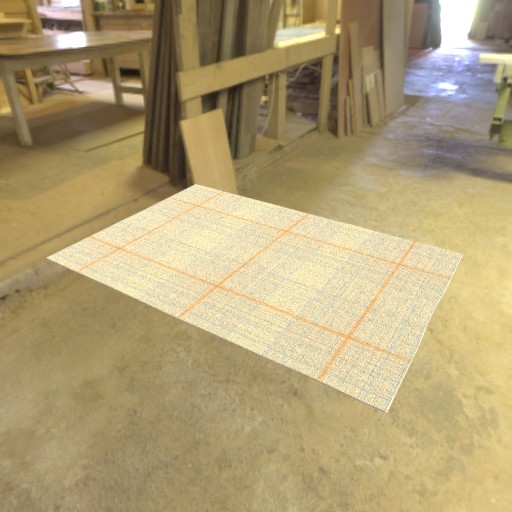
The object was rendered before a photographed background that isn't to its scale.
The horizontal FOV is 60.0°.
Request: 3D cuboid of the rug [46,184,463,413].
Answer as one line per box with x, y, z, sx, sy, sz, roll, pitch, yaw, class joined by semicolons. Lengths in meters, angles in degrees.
0.000;0.000;2.335;1.825;0.015;1.232;18;35;28;rug
